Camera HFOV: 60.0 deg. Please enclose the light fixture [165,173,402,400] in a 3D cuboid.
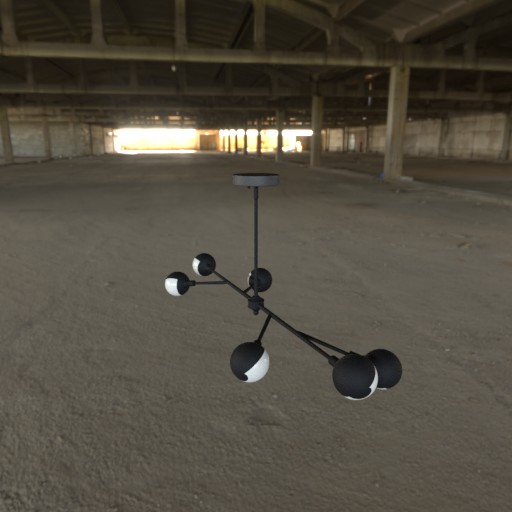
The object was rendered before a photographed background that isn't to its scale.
[{"bbox_3d":[0.000,0.000,0.998,0.434,0.362,0.778,-2,15,-9],"label":"light fixture"}]
